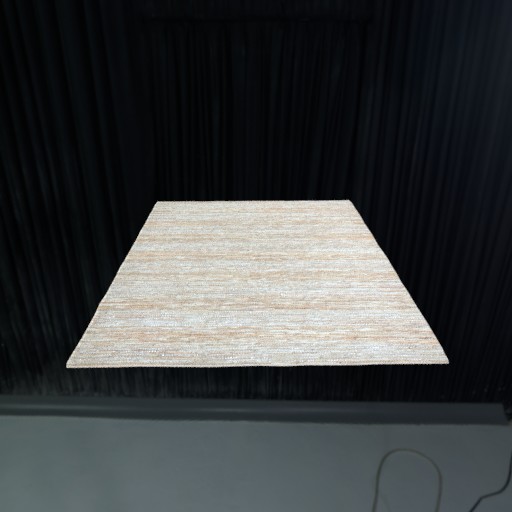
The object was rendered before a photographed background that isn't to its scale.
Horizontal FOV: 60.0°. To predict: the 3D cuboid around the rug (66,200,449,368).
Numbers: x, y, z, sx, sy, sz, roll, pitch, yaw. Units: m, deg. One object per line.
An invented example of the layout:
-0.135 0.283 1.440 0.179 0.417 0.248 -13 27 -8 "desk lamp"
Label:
0.000 0.000 3.944 2.313 0.009 2.939 0 26 -1 "rug"
